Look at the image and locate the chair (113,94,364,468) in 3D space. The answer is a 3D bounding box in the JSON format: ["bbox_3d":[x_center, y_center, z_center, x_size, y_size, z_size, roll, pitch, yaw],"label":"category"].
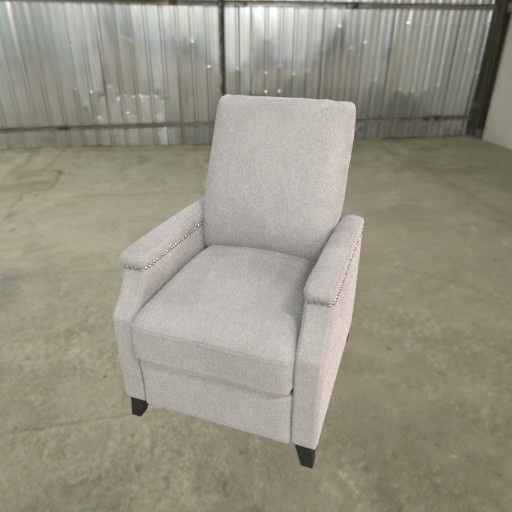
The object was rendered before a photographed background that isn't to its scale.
[{"bbox_3d":[0.000,0.000,1.659,0.710,1.049,0.922,9,29,17],"label":"chair"}]
